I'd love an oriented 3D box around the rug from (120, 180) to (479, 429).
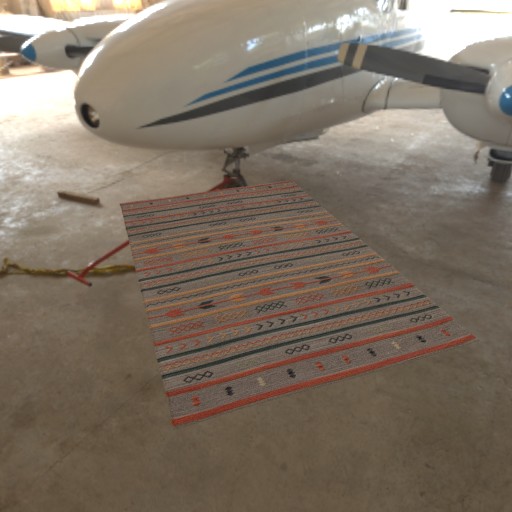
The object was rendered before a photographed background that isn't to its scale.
[{"bbox_3d":[0.000,0.000,2.312,1.220,0.017,1.835,-10,32,-17],"label":"rug"}]
